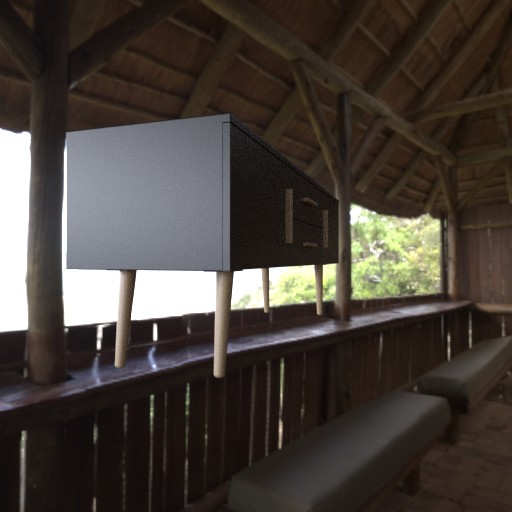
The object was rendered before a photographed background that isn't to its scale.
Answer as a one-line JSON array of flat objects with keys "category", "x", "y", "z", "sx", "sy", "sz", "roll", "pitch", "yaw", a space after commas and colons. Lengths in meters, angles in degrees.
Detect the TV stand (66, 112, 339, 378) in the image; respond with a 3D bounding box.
[{"category": "TV stand", "x": 0.000, "y": 0.000, "z": 1.487, "sx": 0.390, "sy": 0.518, "sz": 1.312, "roll": 0, "pitch": 0, "yaw": 19}]
